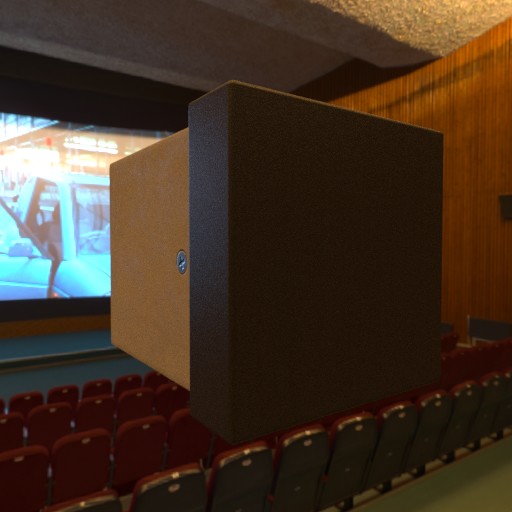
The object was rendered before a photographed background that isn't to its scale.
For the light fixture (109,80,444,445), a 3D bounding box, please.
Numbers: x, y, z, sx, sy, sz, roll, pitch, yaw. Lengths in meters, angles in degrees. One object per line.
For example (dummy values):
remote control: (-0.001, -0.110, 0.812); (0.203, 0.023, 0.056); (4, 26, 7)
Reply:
light fixture: (0.000, 0.000, 0.237); (0.121, 0.121, 0.143); (-1, 2, -35)
